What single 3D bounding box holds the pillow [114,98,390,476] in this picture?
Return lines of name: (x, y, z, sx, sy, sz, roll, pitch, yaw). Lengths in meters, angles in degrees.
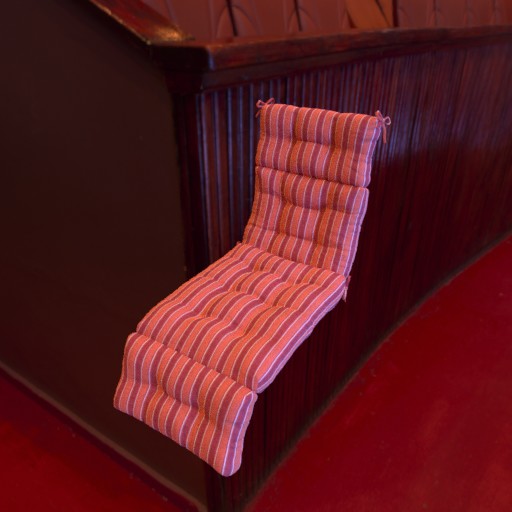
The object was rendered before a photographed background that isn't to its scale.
pillow: (0.000, 0.000, 1.515, 0.526, 0.863, 1.016, 18, 34, 28)
